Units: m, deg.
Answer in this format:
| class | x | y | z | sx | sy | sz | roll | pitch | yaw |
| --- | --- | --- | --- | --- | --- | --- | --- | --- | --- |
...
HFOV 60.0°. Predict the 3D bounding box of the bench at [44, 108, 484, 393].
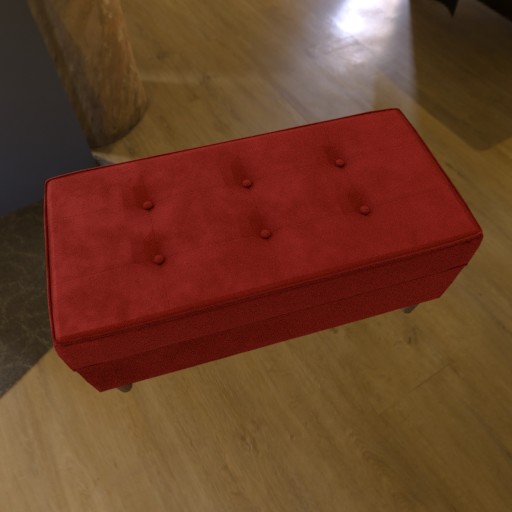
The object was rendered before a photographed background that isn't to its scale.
| class | x | y | z | sx | sy | sz | roll | pitch | yaw |
| --- | --- | --- | --- | --- | --- | --- | --- | --- | --- |
| bench | 0.000 | 0.000 | 1.276 | 1.016 | 0.471 | 0.492 | -14 | 59 | -8 |
